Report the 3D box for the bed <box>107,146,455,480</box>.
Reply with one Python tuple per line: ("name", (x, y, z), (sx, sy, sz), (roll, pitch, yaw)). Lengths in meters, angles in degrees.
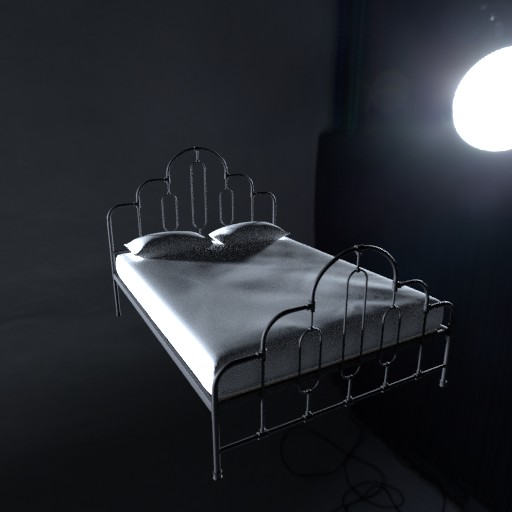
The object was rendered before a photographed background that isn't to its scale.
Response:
("bed", (0.000, 0.000, 3.185), (1.640, 1.429, 2.163), (-9, 19, -28))
